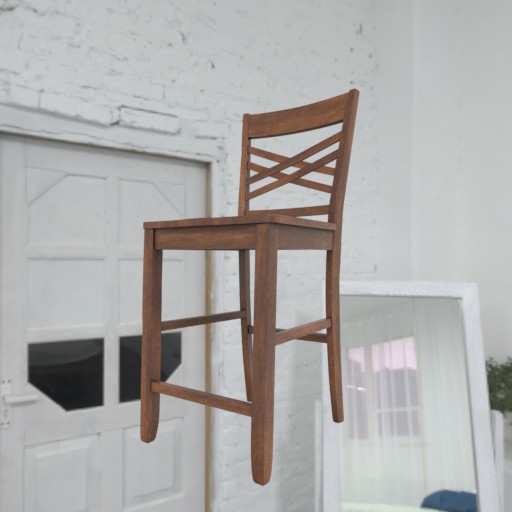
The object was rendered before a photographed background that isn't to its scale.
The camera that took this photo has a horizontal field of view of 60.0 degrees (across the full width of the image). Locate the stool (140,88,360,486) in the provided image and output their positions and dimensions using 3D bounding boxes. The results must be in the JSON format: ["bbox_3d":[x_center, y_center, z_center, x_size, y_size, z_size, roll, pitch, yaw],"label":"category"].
[{"bbox_3d":[0.000,0.000,1.367,0.462,1.079,0.539,0,0,36],"label":"stool"}]
